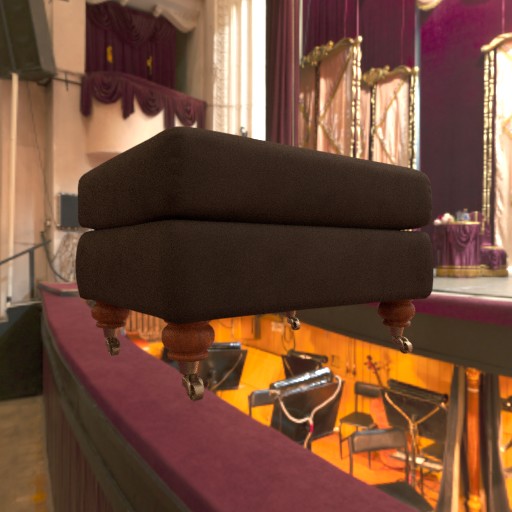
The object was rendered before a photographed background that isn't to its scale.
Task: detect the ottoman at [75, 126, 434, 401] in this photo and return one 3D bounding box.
[{"bbox_3d":[0.000,0.000,1.148,0.773,0.497,0.574,0,1,-36],"label":"ottoman"}]
